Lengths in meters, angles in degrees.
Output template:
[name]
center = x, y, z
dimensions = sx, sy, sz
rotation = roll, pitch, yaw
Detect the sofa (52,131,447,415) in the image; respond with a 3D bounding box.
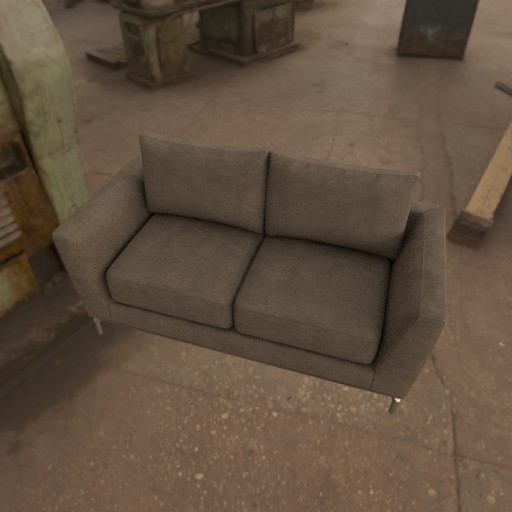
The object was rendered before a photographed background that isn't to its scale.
[sofa]
center = 0.000, 0.000, 2.385
dimensions = 1.832, 1.013, 0.855
rotation = 12, 42, 13
